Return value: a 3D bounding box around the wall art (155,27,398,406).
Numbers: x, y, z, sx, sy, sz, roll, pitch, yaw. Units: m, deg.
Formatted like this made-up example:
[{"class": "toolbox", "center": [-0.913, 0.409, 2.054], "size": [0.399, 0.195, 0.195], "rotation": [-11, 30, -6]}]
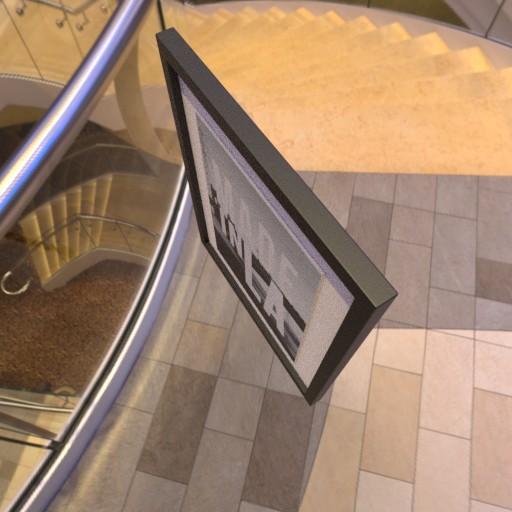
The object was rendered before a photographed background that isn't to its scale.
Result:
[{"class": "wall art", "center": [0.000, 0.000, 0.747], "size": [0.028, 0.559, 0.457], "rotation": [-29, 66, -14]}]
